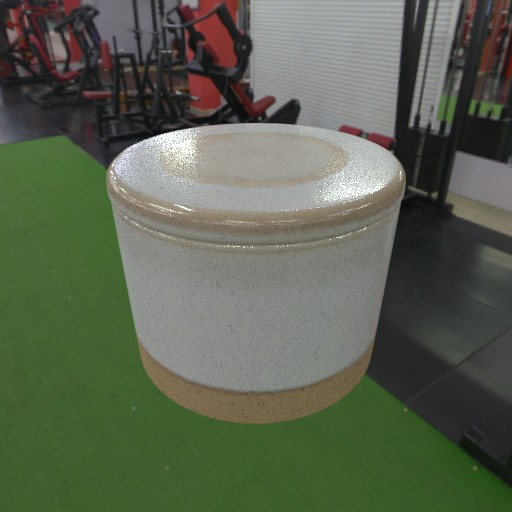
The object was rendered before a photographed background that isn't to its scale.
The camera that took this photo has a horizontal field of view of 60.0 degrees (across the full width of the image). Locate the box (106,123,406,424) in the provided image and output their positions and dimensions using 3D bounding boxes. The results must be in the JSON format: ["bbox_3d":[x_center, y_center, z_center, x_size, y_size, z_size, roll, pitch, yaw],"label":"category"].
[{"bbox_3d":[0.000,0.000,0.264,0.154,0.123,0.154,0,30,0],"label":"box"}]
